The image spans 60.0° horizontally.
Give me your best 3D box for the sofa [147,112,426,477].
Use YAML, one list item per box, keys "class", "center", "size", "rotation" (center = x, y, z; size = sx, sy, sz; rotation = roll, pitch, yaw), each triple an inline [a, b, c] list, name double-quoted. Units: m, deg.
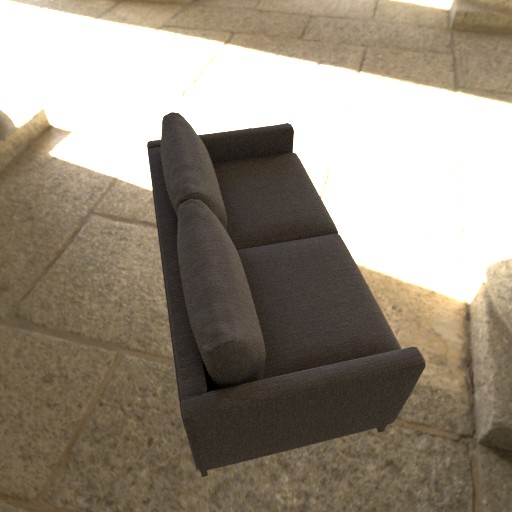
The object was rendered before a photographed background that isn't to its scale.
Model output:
- class: "sofa"
  center: [0.000, 0.000, 2.153]
  size: [0.875, 0.840, 1.682]
  rotation: [-10, 47, -9]
